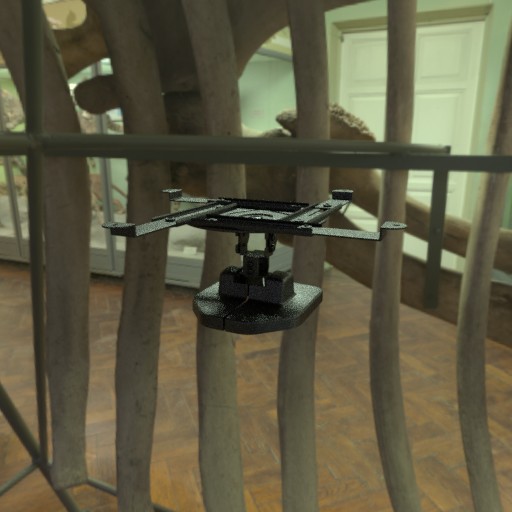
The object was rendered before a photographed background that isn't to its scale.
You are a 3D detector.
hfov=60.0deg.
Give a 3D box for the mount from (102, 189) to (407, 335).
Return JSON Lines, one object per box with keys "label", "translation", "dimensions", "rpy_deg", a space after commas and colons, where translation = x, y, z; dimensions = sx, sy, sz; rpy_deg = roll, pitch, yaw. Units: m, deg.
{"label": "mount", "translation": [0.000, 0.000, 0.596], "dimensions": [0.394, 0.141, 0.394], "rpy_deg": [7, 17, 24]}
